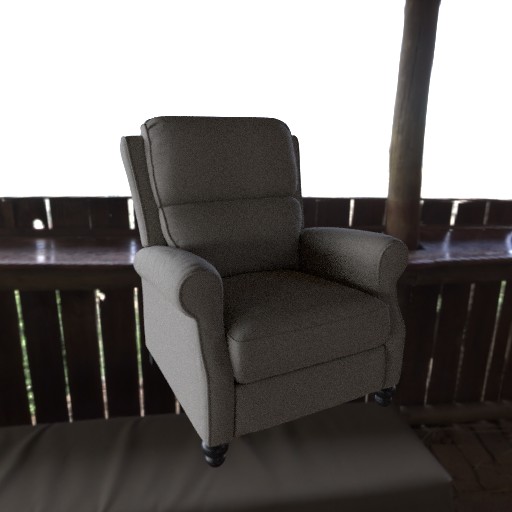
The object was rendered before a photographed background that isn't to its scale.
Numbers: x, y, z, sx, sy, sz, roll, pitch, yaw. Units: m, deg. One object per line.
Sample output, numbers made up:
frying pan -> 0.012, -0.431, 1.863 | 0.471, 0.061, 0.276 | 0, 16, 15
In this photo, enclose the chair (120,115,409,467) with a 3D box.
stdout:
chair -> 0.000, 0.000, 1.707 | 0.859, 1.046, 0.919 | -8, 18, -26
